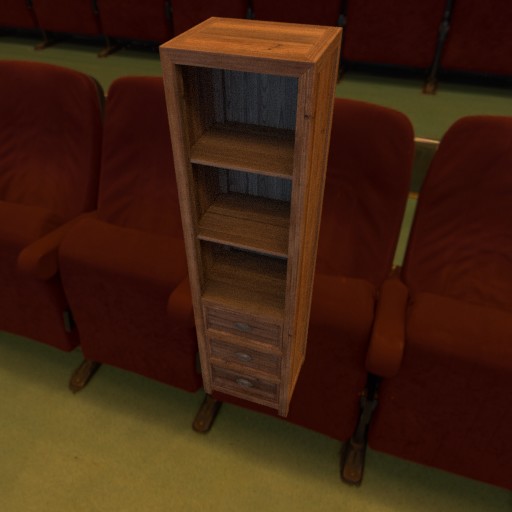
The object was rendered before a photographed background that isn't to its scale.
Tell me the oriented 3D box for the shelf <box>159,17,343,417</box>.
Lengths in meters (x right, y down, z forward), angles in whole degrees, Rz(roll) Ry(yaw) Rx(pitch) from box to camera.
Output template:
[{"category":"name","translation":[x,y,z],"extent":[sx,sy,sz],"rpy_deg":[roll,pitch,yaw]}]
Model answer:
[{"category":"shelf","translation":[0.000,0.000,2.080],"extent":[0.500,1.900,0.428],"rpy_deg":[12,42,14]}]
